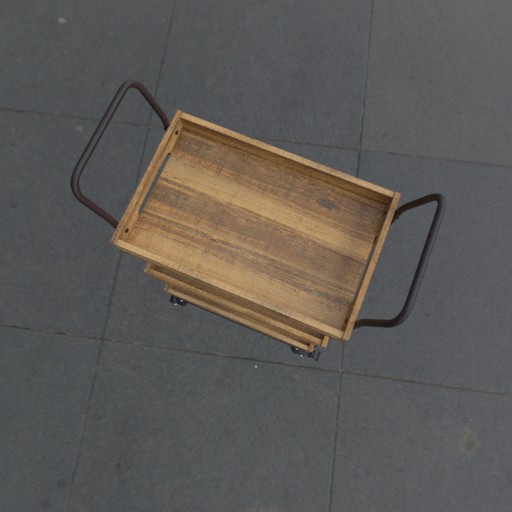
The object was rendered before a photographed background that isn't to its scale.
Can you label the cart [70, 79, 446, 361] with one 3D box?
[{"bbox_3d":[0.000,0.000,1.128,0.583,0.857,0.339,22,77,5],"label":"cart"}]
